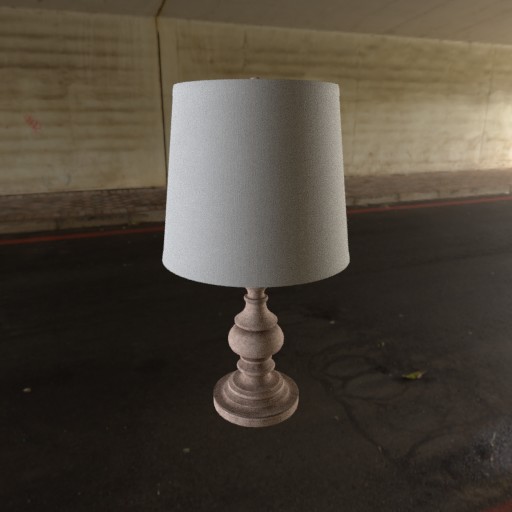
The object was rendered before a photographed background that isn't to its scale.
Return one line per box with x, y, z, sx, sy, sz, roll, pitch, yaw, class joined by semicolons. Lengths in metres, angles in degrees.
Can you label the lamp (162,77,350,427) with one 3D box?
0.000;0.000;0.660;0.273;0.497;0.273;0;17;0;lamp
